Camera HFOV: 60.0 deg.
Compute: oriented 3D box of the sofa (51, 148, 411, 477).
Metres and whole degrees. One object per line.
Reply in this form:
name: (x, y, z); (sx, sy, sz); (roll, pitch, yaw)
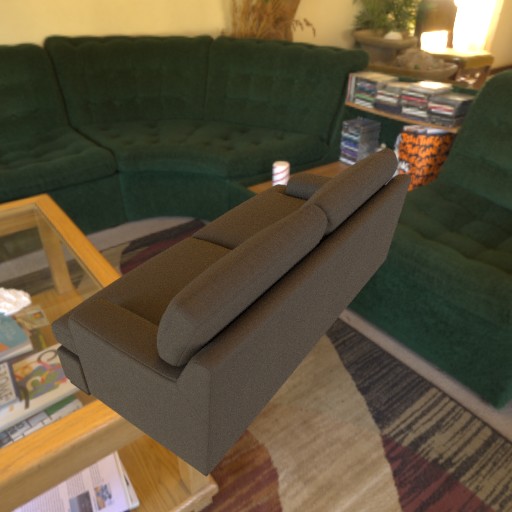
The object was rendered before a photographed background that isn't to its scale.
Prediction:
sofa: (0.000, 0.000, 2.754); (1.140, 0.950, 2.271); (21, 38, 29)
